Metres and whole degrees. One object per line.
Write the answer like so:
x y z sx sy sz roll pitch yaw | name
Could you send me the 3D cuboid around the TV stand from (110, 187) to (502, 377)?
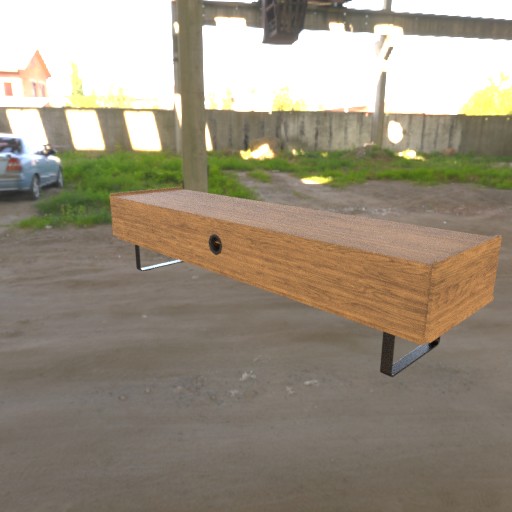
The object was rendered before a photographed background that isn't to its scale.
0.000 0.000 1.939 0.467 0.415 1.796 -14 21 -42 | TV stand
